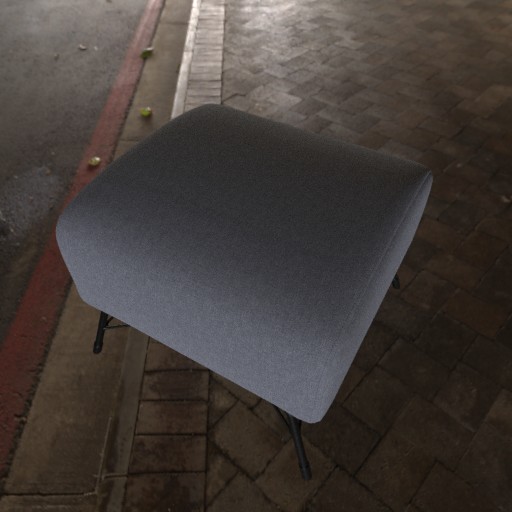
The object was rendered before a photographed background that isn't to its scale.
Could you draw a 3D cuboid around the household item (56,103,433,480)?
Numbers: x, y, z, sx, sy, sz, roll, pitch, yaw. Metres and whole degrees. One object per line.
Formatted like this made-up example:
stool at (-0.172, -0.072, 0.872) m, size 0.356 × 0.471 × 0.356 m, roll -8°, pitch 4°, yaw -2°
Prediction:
household item at (0.000, 0.000, 0.892) m, size 0.530 × 0.410 × 0.530 m, roll 23°, pitch 50°, yaw 20°
